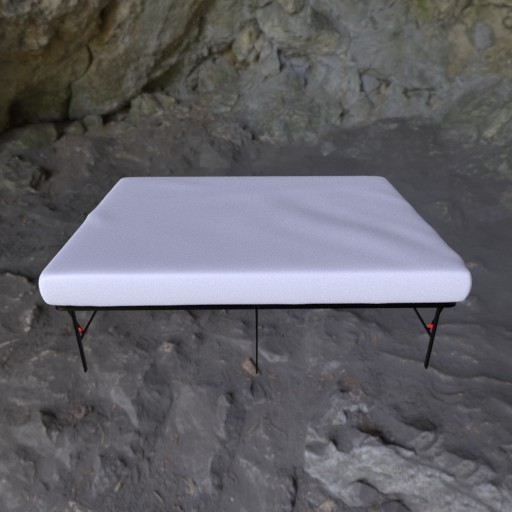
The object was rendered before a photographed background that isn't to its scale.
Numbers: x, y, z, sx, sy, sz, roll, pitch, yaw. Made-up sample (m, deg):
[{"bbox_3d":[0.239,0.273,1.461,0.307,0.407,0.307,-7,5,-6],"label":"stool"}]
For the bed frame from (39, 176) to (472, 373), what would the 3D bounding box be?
[{"bbox_3d":[0.000,0.000,2.913,2.151,0.667,1.584,0,27,-1],"label":"bed frame"}]
